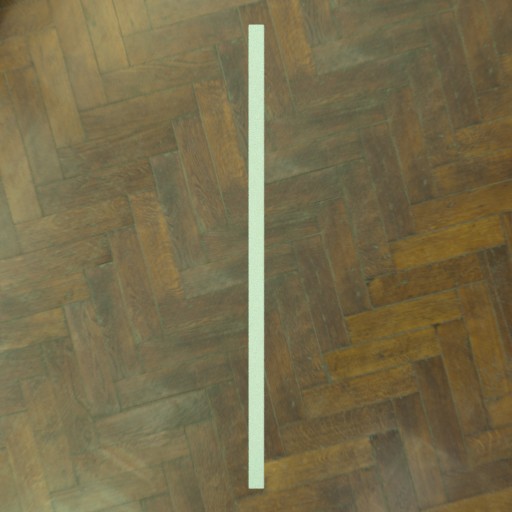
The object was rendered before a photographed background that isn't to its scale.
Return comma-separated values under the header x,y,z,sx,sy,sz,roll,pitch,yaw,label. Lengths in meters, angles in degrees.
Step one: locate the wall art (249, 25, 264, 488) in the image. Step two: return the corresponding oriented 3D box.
x,y,z,sx,sy,sz,roll,pitch,yaw,label
0.000,0.000,1.959,0.051,1.016,1.520,0,91,0,wall art
